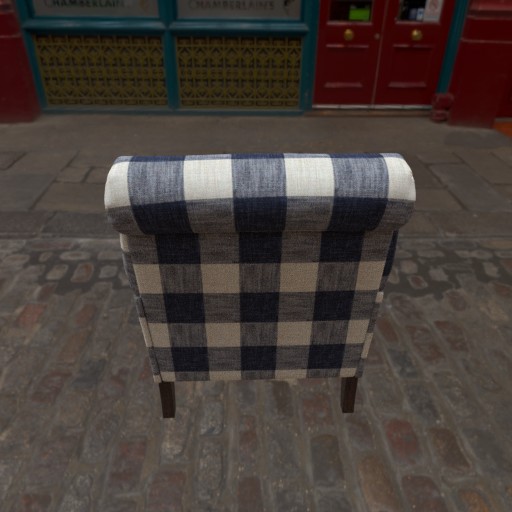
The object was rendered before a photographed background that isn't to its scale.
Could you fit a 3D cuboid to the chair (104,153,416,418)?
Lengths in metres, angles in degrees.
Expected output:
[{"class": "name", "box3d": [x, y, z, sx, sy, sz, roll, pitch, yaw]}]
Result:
[{"class": "chair", "box3d": [0.000, 0.000, 1.602, 0.781, 0.953, 0.848, -1, 31, -2]}]
